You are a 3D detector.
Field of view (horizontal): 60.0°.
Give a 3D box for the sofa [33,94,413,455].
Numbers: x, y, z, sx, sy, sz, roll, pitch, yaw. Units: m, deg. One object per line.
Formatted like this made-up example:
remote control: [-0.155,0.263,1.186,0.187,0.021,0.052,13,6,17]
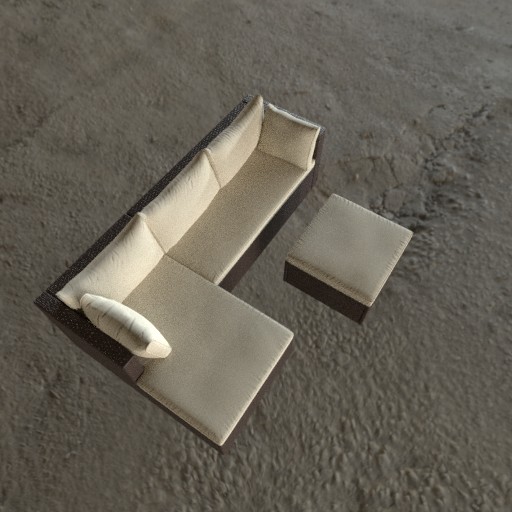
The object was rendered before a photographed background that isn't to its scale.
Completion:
sofa: [0.000,0.000,2.983,1.612,0.766,2.192,30,63,17]
